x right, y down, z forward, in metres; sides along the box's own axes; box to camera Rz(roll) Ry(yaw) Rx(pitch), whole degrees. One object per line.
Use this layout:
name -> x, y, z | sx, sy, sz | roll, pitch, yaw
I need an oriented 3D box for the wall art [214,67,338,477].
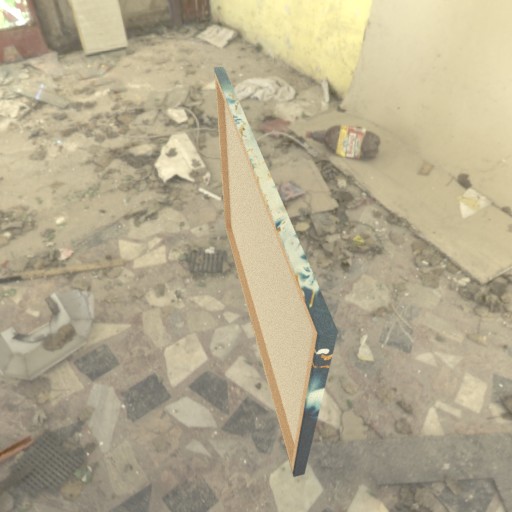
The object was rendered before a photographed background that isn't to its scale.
wall art -> 0.000, 0.000, 1.446 | 0.035, 0.759, 1.138 | -10, 47, -9
